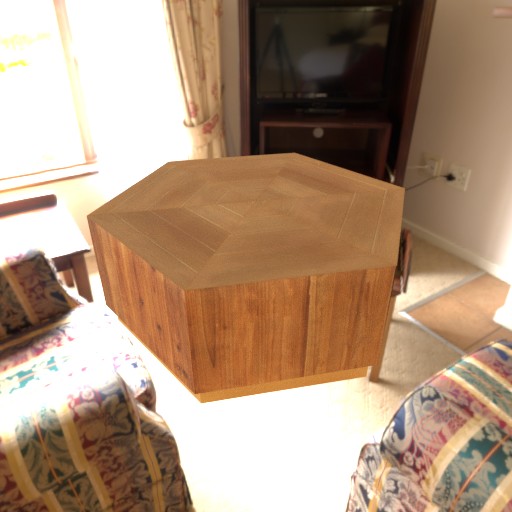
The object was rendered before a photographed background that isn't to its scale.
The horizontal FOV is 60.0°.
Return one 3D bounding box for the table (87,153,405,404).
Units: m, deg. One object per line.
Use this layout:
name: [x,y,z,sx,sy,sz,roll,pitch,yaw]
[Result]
table: [0.000,0.000,1.696,1.000,0.456,1.154,10,32,15]
